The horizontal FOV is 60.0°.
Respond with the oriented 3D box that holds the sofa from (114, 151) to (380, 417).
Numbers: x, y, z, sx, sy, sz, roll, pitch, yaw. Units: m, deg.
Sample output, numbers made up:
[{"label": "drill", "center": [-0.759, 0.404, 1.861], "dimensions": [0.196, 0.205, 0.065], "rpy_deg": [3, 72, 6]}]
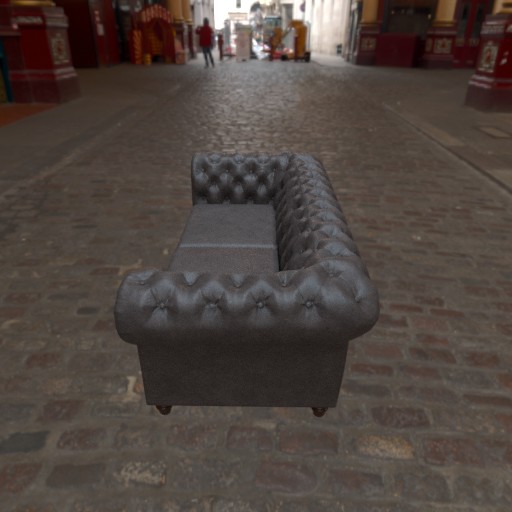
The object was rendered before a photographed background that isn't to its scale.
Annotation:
[{"label": "sofa", "center": [0.000, 0.000, 2.518], "dimensions": [0.944, 0.779, 2.048], "rpy_deg": [0, 27, 1]}]
